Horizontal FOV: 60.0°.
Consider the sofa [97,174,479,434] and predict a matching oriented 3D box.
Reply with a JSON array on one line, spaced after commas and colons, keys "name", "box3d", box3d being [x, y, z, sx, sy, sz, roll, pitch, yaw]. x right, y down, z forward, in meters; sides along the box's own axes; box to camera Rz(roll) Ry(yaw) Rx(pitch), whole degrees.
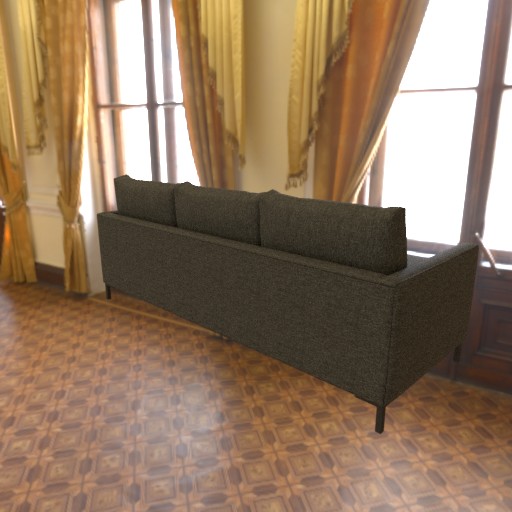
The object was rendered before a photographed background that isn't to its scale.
[{"name": "sofa", "box3d": [0.000, 0.000, 2.646, 2.253, 0.879, 0.876, 14, 20, 42]}]
